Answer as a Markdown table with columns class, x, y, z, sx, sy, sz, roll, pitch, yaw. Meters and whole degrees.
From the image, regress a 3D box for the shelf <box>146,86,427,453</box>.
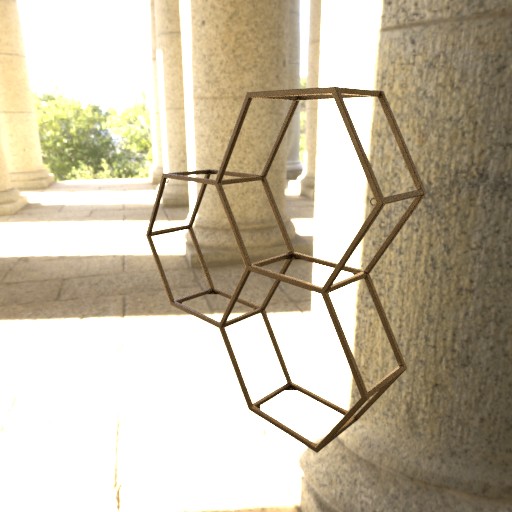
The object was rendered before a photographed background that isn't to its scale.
| class | x | y | z | sx | sy | sz | roll | pitch | yaw |
| --- | --- | --- | --- | --- | --- | --- | --- | --- | --- |
| shelf | 0.000 | 0.000 | 1.026 | 0.150 | 0.701 | 0.708 | -16 | 23 | -42 |
